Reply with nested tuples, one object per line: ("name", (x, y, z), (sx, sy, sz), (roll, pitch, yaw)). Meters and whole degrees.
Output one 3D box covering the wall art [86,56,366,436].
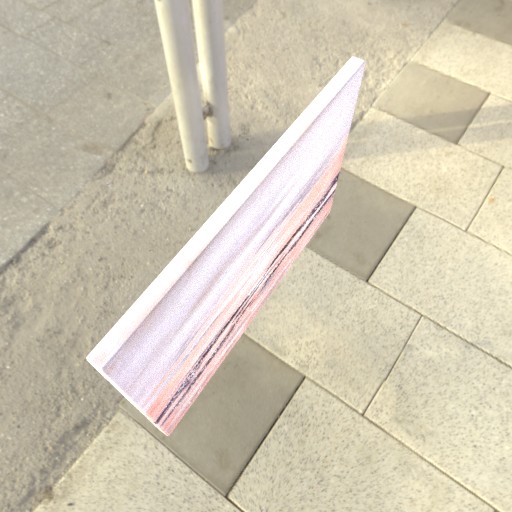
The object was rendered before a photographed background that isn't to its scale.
("wall art", (0.000, 0.000, 1.145), (0.038, 0.609, 0.913), (30, 63, 17))
